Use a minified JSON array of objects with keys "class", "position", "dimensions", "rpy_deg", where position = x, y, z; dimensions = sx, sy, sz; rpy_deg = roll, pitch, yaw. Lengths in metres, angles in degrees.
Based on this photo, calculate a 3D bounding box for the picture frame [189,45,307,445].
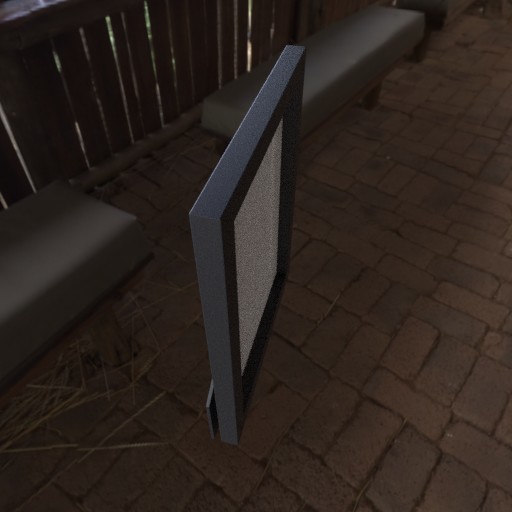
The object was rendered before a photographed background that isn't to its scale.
[{"class":"picture frame","position":[0.000,0.000,0.537],"dimensions":[0.036,0.383,0.307],"rpy_deg":[11,47,11]}]
